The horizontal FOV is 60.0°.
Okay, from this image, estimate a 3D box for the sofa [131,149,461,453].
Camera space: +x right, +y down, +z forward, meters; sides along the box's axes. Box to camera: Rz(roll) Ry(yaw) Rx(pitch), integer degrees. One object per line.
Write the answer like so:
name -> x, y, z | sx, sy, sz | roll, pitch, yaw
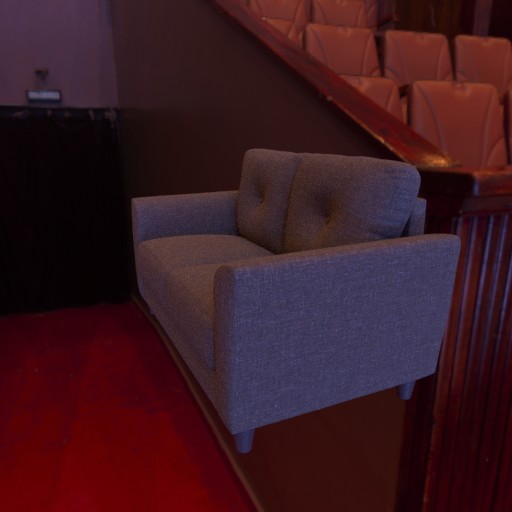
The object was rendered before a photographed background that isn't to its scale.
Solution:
sofa -> 0.000, 0.000, 1.962 | 0.851, 0.885, 1.423 | -7, 17, -25
